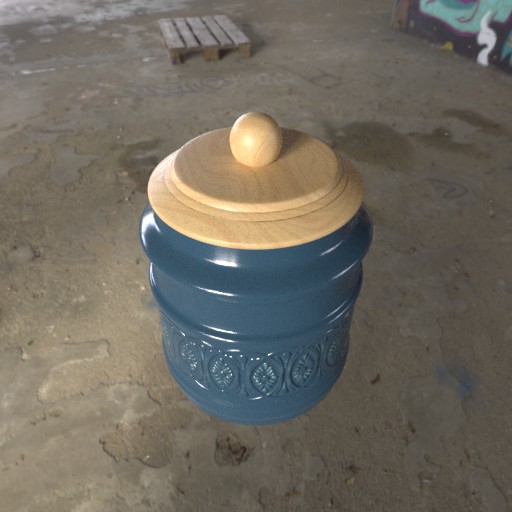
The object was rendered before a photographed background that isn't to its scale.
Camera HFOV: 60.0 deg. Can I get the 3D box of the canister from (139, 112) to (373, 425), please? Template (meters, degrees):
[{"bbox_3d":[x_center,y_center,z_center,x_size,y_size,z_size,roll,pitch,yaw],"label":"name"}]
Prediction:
[{"bbox_3d":[0.000,0.000,0.269,0.130,0.176,0.130,0,40,0],"label":"canister"}]
